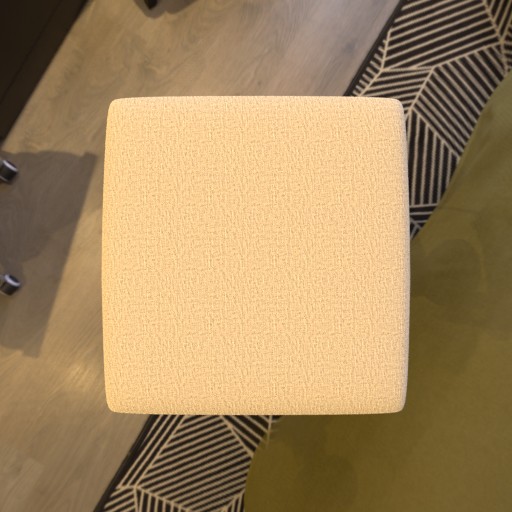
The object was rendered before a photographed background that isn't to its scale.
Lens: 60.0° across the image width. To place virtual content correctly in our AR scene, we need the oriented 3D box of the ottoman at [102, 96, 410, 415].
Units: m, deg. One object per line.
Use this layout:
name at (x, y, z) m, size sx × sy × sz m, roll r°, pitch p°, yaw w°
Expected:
ottoman at (0.000, 0.000, 1.066) m, size 0.649 × 0.398 × 0.650 m, roll 0°, pitch 89°, yaw 0°
